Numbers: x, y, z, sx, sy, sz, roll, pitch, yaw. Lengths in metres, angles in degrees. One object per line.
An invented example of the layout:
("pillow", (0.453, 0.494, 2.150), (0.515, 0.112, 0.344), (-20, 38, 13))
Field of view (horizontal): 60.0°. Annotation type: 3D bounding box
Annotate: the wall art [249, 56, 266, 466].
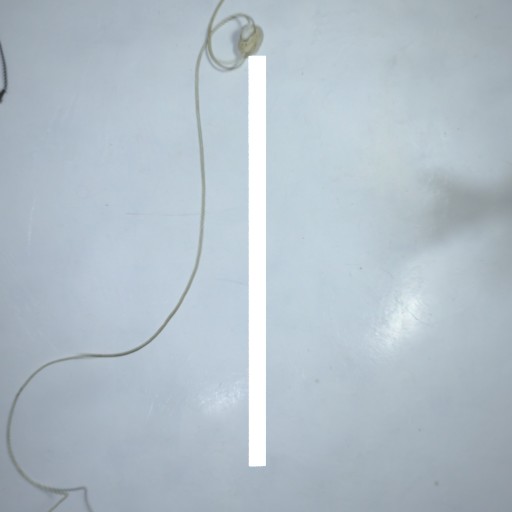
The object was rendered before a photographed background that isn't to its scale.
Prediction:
("wall art", (0.000, 0.000, 0.826), (0.020, 0.613, 0.481), (0, 92, 0))
